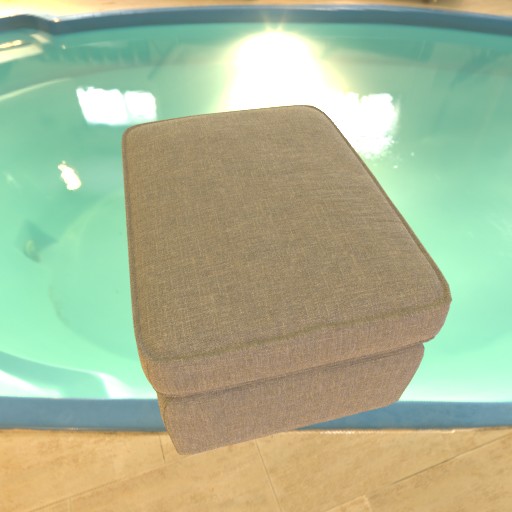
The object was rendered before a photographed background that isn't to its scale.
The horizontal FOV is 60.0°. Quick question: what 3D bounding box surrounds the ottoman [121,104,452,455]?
[{"bbox_3d":[0.000,0.000,1.093,0.559,0.457,0.762,-10,47,-10],"label":"ottoman"}]
